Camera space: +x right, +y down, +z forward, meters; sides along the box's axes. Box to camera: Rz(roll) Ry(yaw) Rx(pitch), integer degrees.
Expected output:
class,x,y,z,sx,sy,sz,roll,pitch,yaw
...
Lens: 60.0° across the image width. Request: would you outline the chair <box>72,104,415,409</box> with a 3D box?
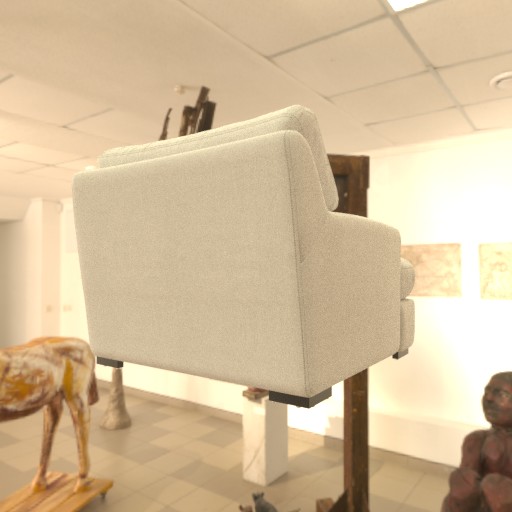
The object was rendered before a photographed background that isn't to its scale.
class,x,y,z,sx,sy,sz,roll,pitch,yaw
chair,0.000,0.000,1.961,1.140,0.930,1.158,-1,-1,35
